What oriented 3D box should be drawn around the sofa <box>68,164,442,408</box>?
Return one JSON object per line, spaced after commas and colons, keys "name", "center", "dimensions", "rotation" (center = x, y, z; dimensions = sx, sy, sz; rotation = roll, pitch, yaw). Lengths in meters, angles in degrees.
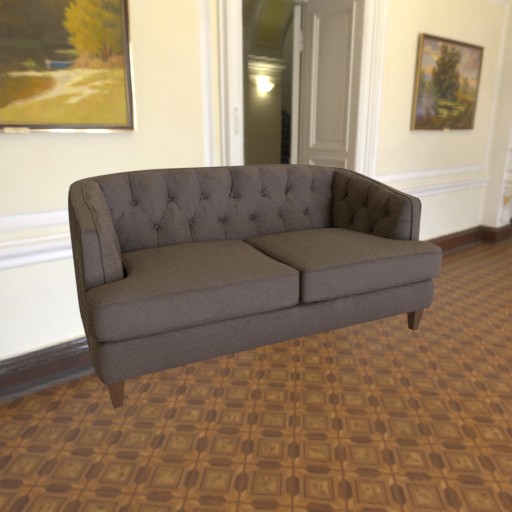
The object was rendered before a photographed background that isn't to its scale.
{"name": "sofa", "center": [0.000, 0.000, 2.289], "dimensions": [1.733, 0.855, 0.941], "rotation": [-8, 18, -25]}
